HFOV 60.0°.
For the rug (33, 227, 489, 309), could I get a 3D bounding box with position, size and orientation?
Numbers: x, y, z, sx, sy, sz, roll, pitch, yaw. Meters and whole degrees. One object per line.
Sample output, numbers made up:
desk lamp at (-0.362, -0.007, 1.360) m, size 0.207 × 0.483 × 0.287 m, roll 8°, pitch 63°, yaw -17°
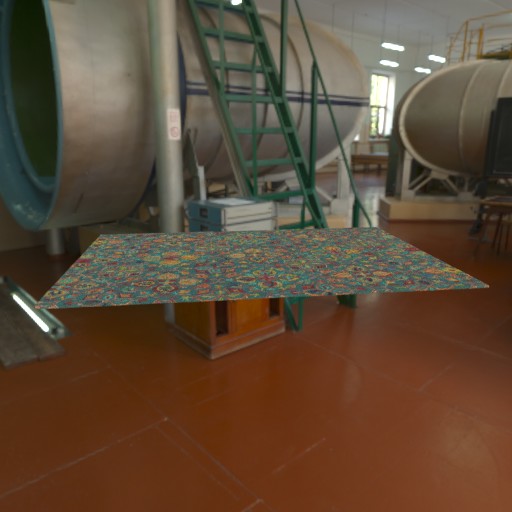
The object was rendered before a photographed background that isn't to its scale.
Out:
rug at (0.000, 0.000, 2.926) m, size 2.290 × 0.016 × 1.527 m, roll -2°, pitch 16°, yaw -7°
